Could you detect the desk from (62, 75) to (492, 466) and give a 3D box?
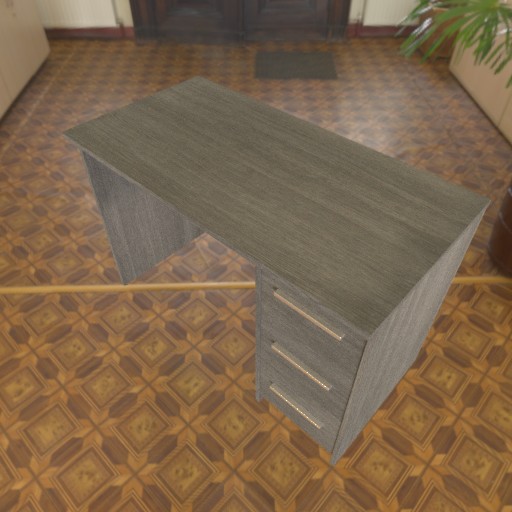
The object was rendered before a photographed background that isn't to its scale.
[{"bbox_3d":[0.000,0.000,1.492,1.097,0.735,0.560,33,54,29],"label":"desk"}]
